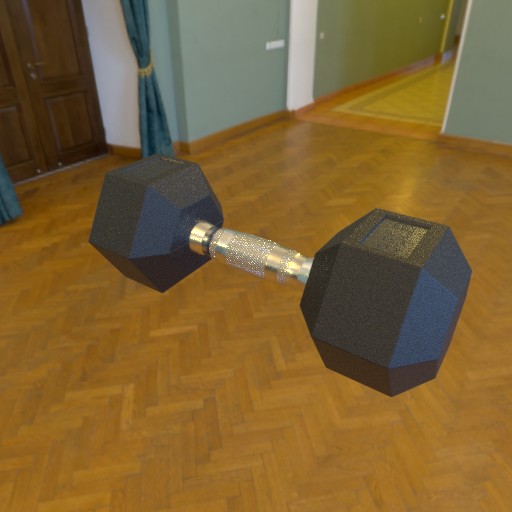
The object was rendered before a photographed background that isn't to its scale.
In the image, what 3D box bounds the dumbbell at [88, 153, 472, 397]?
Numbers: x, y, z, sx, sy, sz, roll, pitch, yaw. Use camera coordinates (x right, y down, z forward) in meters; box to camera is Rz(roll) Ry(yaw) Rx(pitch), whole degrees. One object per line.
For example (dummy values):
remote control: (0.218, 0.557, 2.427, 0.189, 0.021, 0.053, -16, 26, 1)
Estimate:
dumbbell: (0.000, 0.000, 0.417, 0.356, 0.123, 0.141, 19, 36, 28)
